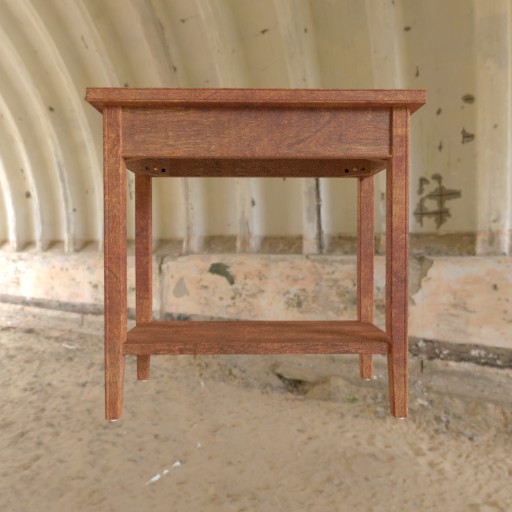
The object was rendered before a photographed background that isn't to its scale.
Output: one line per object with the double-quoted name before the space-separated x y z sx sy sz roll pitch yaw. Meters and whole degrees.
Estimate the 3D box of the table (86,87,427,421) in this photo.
"table" 0.000 0.000 0.952 0.610 0.610 0.305 0 2 -1
